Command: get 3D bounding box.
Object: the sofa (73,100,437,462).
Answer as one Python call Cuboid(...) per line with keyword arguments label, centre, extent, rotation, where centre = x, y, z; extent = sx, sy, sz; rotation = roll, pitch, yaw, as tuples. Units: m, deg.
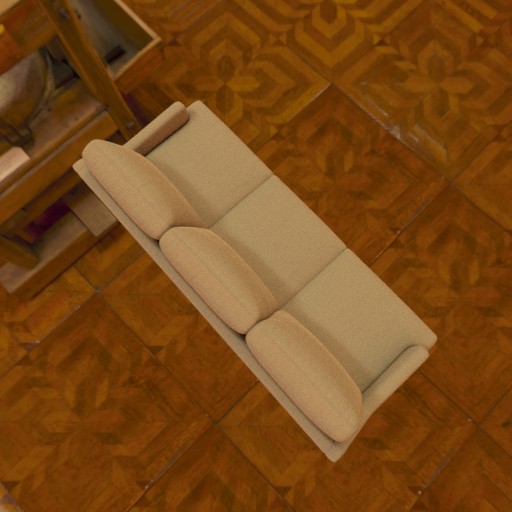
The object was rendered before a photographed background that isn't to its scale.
Cuboid(label="sofa", centre=(0.000, 0.000, 2.839), extent=(1.000, 0.913, 2.321), rotation=(-41, 79, -10))
